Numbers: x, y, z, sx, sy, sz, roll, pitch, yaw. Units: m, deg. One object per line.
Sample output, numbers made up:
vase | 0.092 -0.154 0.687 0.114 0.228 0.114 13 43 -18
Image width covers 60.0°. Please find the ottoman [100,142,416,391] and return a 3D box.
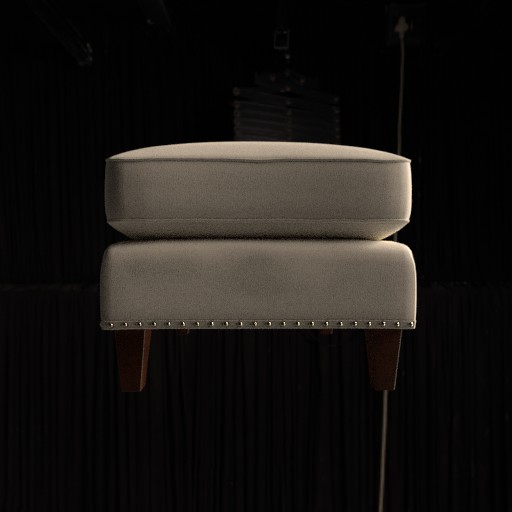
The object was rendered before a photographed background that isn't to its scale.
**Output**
ottoman | 0.000 0.000 1.170 0.584 0.513 0.741 0 0 -1
